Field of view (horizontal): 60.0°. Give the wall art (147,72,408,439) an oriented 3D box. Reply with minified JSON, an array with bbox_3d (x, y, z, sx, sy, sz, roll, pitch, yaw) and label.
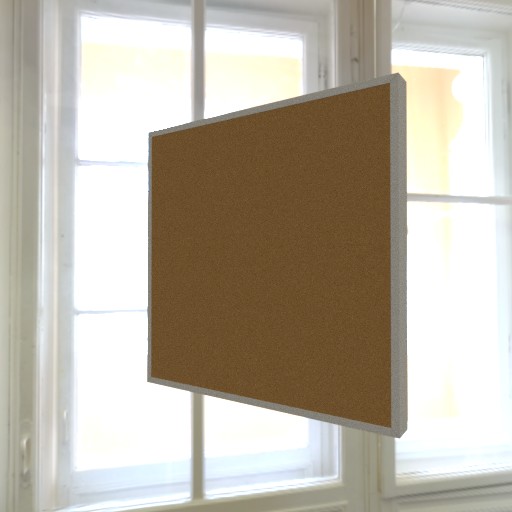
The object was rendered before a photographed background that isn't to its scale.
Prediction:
[{"bbox_3d":[0.000,0.000,0.464,0.304,0.304,0.024,0,-1,34],"label":"wall art"}]
